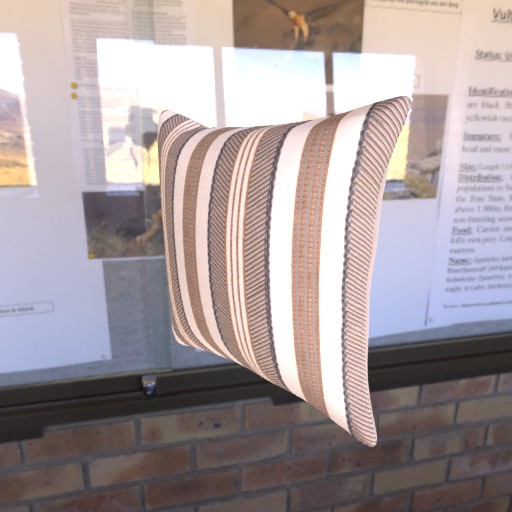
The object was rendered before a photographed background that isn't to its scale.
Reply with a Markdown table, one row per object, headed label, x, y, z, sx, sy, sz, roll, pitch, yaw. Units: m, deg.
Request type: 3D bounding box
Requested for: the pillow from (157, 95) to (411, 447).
| label | x | y | z | sx | sy | sz | roll | pitch | yaw |
| --- | --- | --- | --- | --- | --- | --- | --- | --- | --- |
| pillow | 0.000 | 0.000 | 0.617 | 0.416 | 0.401 | 0.173 | 15 | 21 | 43 |
